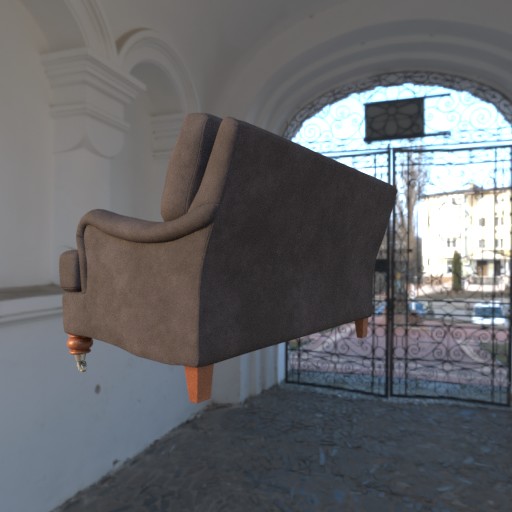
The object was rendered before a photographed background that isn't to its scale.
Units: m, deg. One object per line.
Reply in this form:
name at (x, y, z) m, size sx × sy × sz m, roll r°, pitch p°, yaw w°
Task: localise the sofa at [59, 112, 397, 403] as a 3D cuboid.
sofa at (0.000, 0.000, 2.527) m, size 1.084 × 1.101 × 1.853 m, roll 0°, pitch 0°, yaw 35°
